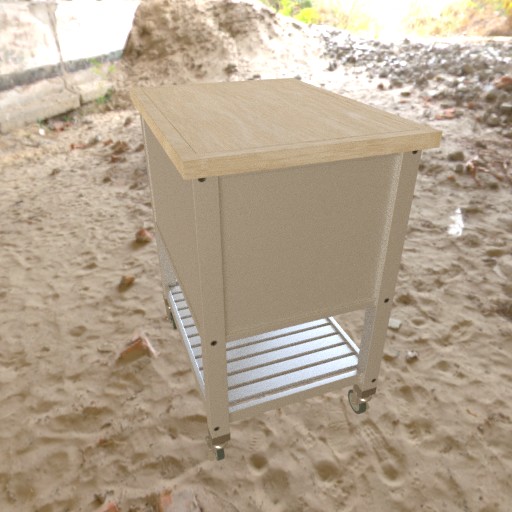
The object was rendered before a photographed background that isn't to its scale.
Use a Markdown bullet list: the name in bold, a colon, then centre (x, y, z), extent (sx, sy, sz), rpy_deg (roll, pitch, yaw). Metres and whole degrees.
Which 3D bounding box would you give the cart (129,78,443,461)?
- **cart**: centre (0.000, 0.000, 1.392), extent (0.559, 0.914, 0.762), rpy_deg (-11, 32, -18)
